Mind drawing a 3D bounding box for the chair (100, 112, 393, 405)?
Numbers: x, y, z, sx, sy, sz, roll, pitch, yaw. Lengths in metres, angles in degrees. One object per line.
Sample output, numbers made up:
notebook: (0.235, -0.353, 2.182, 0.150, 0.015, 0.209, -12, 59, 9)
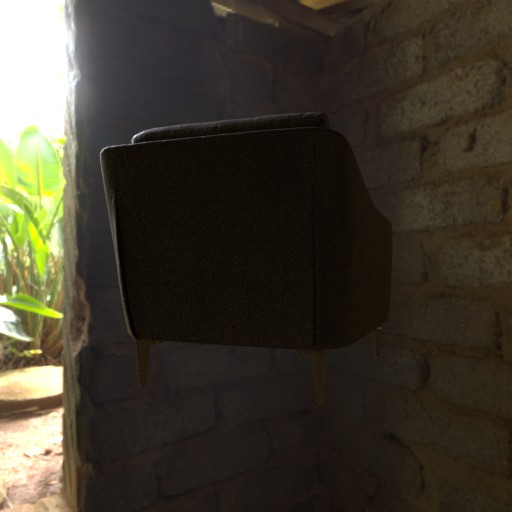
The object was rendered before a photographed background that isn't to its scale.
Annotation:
chair: (0.000, 0.000, 1.718, 0.988, 0.901, 0.961, 0, -1, 19)
